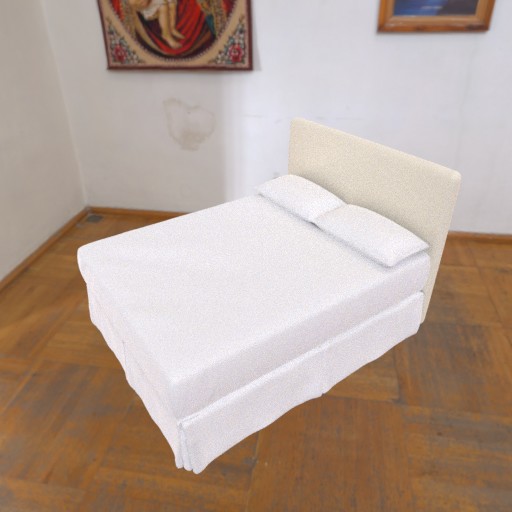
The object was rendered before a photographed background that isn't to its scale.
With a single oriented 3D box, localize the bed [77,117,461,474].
[{"bbox_3d":[0.000,0.000,3.202,2.147,1.330,1.714,-21,38,-29],"label":"bed"}]
